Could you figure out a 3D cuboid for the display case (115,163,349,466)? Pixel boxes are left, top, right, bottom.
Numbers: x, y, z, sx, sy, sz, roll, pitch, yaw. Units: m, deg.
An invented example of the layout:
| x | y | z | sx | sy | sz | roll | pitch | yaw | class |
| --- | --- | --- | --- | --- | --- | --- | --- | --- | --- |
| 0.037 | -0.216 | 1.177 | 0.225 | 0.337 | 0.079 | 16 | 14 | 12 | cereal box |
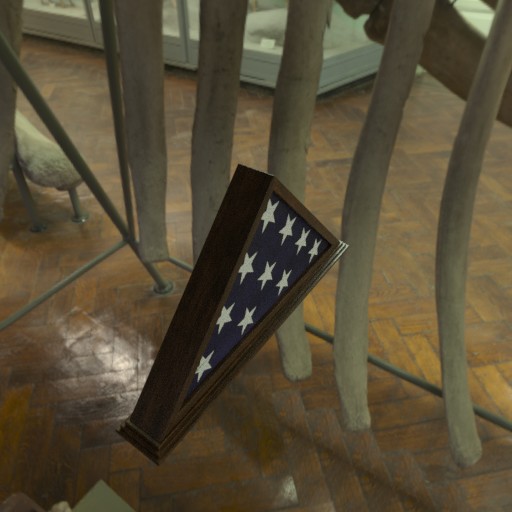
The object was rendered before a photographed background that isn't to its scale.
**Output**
| x | y | z | sx | sy | sz | roll | pitch | yaw | class |
| --- | --- | --- | --- | --- | --- | --- | --- | --- | --- |
| 0.000 | 0.000 | 0.776 | 0.095 | 0.340 | 0.640 | 24 | 46 | 26 | display case |
